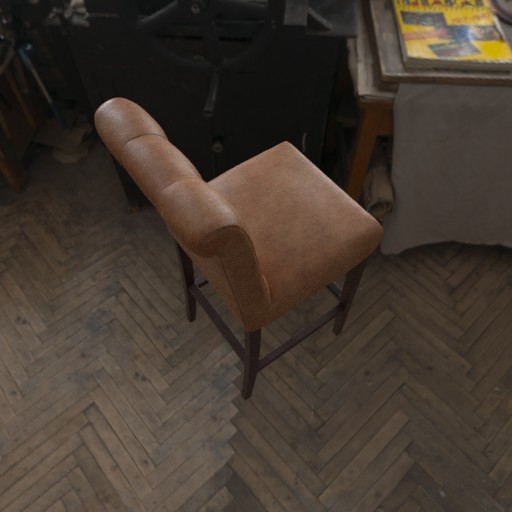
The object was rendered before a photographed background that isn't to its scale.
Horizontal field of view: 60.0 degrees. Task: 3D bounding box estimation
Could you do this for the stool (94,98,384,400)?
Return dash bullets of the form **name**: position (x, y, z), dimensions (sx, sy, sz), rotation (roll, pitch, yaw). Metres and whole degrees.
- **stool**: position (0.000, 0.000, 1.433), dimensions (0.601, 1.140, 0.493), rotation (-31, 61, -19)
